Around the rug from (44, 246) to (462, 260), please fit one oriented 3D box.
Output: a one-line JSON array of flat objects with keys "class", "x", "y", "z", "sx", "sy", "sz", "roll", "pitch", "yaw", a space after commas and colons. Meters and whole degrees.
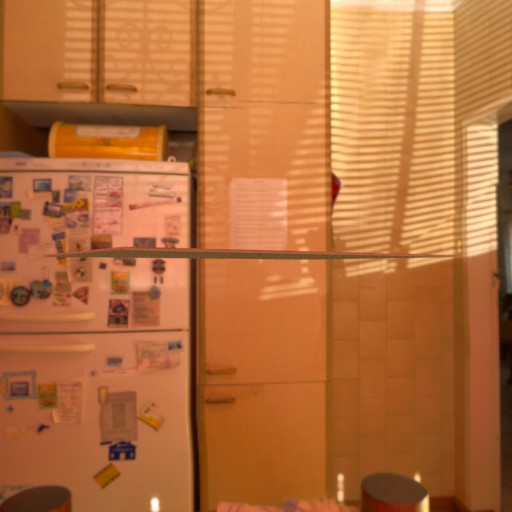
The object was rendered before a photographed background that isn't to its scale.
[{"class": "rug", "x": 0.000, "y": 0.000, "z": 2.324, "sx": 1.829, "sy": 0.010, "sz": 1.219, "roll": 1, "pitch": -2, "yaw": -35}]
